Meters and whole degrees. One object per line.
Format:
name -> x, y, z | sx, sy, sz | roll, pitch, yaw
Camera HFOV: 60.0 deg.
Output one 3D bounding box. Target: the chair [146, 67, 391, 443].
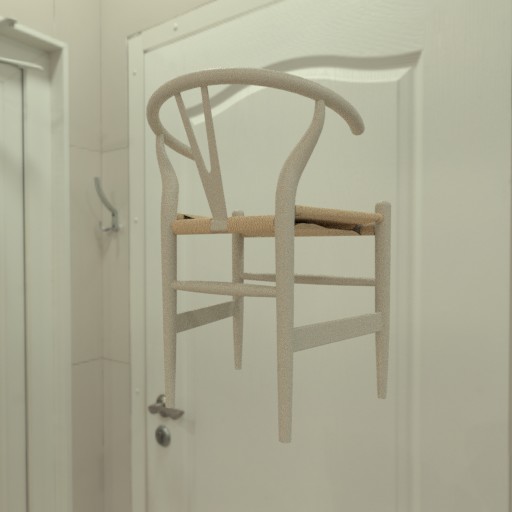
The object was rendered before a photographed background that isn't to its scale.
chair -> 0.000, 0.000, 1.086 | 0.533, 0.736, 0.500 | 1, 1, 35
